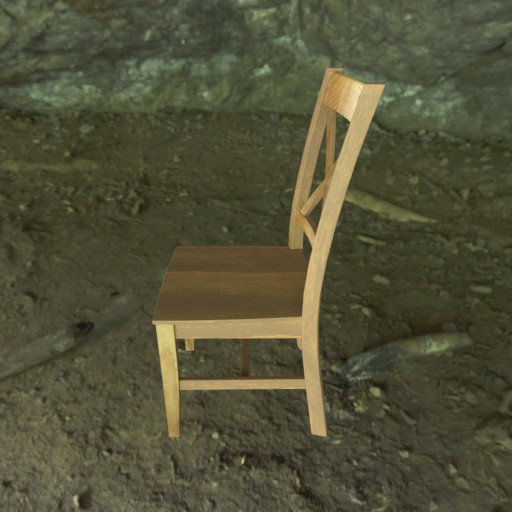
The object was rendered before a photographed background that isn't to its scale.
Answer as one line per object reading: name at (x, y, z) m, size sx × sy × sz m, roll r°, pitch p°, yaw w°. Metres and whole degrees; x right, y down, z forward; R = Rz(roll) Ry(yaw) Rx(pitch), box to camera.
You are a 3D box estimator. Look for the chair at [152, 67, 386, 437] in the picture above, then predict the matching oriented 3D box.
chair at (0.000, 0.000, 1.291) m, size 0.542 × 0.983 × 0.485 m, roll 0°, pitch 27°, yaw -1°
